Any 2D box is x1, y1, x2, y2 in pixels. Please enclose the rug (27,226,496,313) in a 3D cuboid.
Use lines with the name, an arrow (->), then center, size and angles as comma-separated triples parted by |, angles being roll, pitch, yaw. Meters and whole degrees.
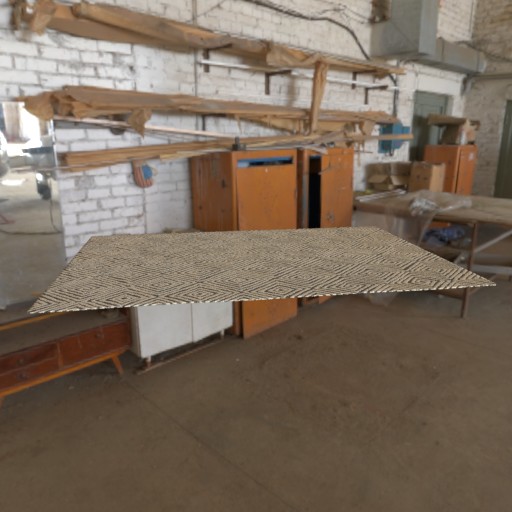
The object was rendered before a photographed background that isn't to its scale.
rug -> 0.000, 0.000, 2.175 | 1.750, 0.004, 1.177 | -3, 16, -9
